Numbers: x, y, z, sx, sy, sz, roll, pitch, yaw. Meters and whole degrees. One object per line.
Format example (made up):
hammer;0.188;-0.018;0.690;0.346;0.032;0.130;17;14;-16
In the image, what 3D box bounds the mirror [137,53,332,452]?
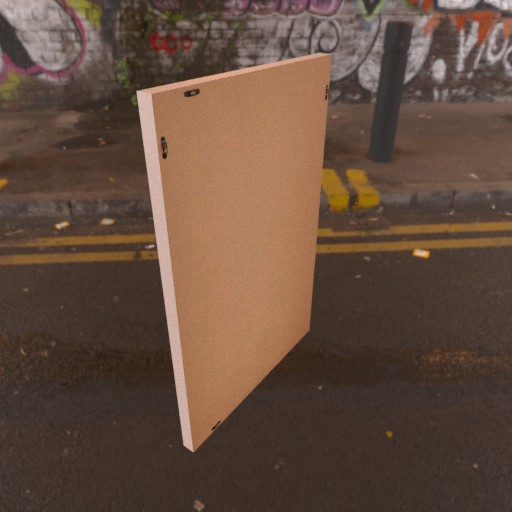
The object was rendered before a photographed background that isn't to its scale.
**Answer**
mirror;0.000;0.000;1.162;0.041;0.915;0.609;21;37;30
